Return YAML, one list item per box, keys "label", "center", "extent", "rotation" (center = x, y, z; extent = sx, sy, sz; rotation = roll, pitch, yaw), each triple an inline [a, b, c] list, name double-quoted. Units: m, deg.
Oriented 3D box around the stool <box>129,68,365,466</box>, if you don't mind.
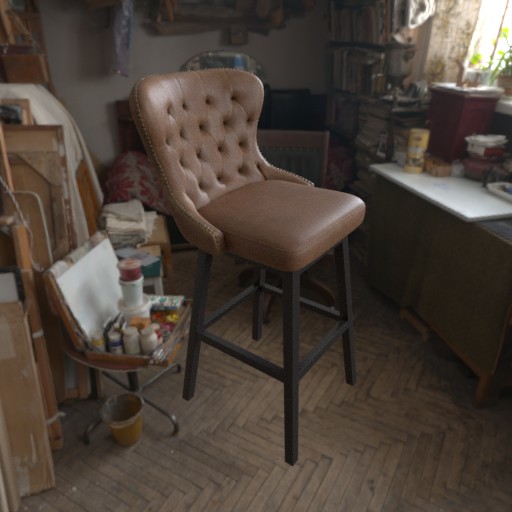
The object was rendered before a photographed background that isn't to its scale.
- label: "stool"
  center: [0.000, 0.000, 1.396]
  extent: [0.601, 1.050, 0.528]
  rotation: [19, 33, 32]
